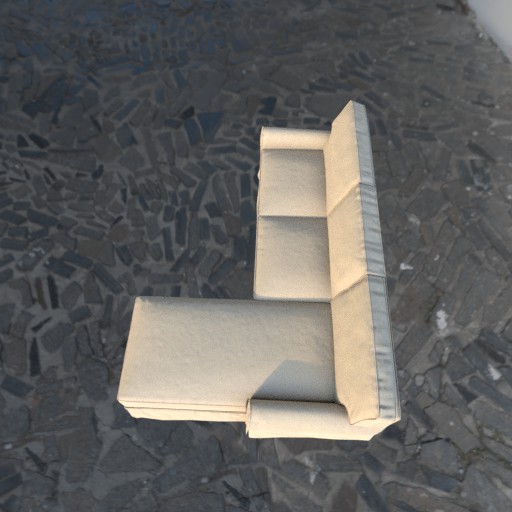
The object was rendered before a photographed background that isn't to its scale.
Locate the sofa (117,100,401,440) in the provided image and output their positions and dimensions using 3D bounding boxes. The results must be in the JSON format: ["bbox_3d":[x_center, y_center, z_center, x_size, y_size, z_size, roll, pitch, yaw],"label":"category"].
[{"bbox_3d":[0.000,0.000,3.328,1.733,0.978,2.475,2,61,1],"label":"sofa"}]
